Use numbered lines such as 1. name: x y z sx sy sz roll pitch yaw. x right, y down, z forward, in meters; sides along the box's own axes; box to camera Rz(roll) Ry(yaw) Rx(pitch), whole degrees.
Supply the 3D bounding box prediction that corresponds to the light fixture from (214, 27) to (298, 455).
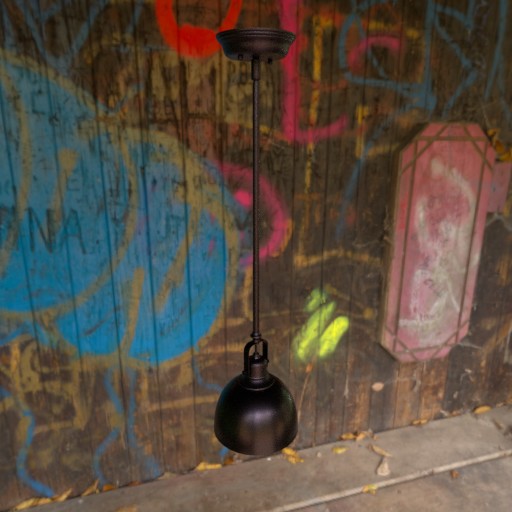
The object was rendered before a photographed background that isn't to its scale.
1. light fixture: 0.000 0.000 0.851 0.182 0.768 0.182 -15 22 -42
